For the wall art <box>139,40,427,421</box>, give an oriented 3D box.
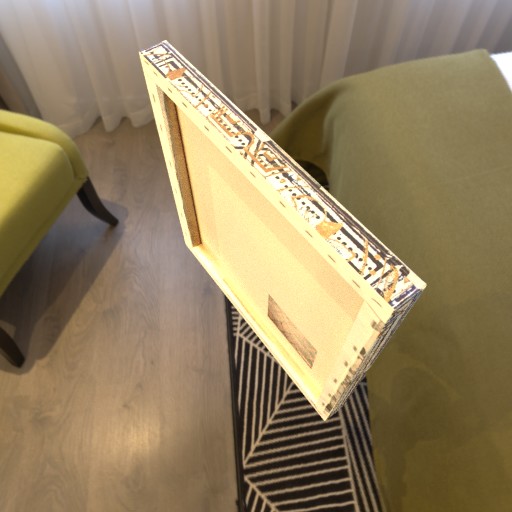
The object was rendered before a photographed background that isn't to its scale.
[{"bbox_3d":[0.000,0.000,0.609,0.038,0.410,0.411,-32,63,-18],"label":"wall art"}]
